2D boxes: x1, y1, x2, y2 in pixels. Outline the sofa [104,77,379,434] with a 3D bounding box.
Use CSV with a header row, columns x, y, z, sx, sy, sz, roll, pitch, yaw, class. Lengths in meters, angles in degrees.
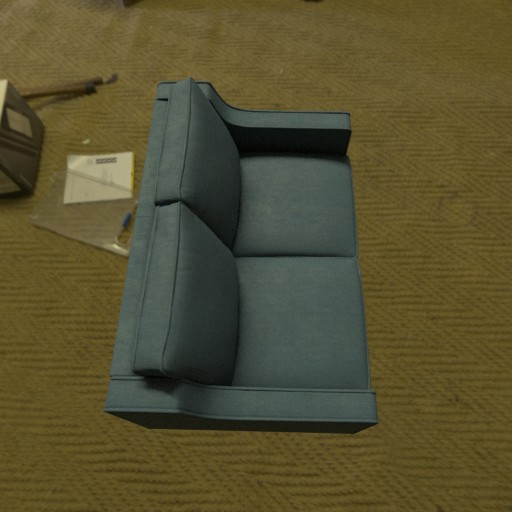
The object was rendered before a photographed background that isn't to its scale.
x,y,z,sx,sy,sz,roll,pitch,yaw,class
0.000,0.000,2.087,0.987,0.971,1.501,1,64,1,sofa
